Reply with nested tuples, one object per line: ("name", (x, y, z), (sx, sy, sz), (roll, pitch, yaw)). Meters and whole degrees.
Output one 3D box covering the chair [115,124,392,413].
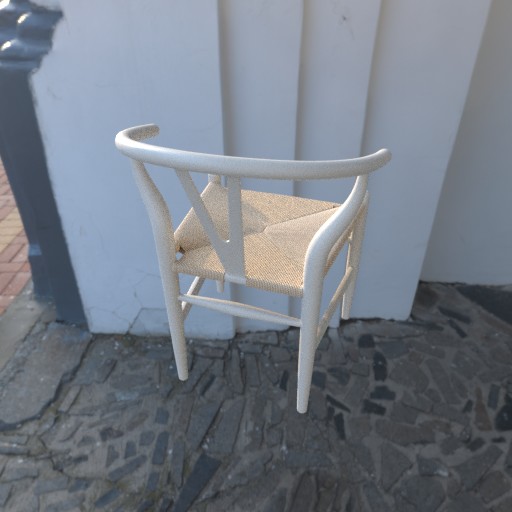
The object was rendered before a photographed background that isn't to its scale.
("chair", (0.000, 0.000, 1.121), (0.569, 0.730, 0.579), (10, 35, 15))
